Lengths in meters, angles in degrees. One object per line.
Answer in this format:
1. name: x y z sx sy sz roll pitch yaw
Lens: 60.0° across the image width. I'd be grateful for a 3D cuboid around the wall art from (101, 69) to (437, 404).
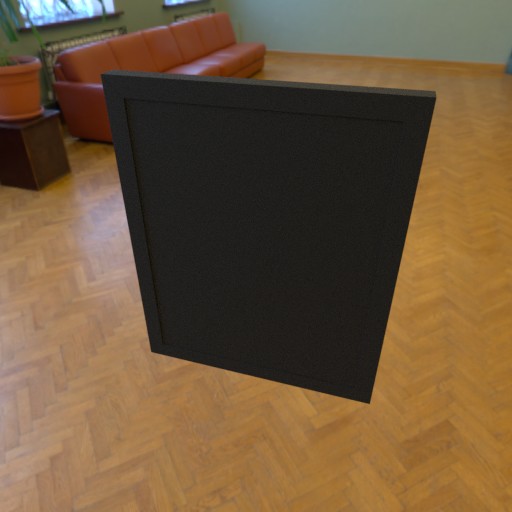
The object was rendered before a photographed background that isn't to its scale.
1. wall art: 0.000 0.000 0.747 0.457 0.559 0.033 10 35 14
